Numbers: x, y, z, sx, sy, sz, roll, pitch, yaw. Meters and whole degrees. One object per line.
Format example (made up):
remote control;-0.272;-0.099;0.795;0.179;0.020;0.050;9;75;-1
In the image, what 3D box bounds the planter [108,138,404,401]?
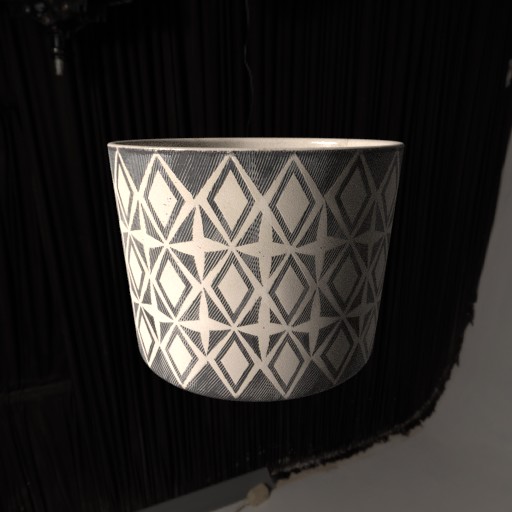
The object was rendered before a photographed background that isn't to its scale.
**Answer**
planter;0.000;0.000;0.438;0.260;0.220;0.260;0;16;0
